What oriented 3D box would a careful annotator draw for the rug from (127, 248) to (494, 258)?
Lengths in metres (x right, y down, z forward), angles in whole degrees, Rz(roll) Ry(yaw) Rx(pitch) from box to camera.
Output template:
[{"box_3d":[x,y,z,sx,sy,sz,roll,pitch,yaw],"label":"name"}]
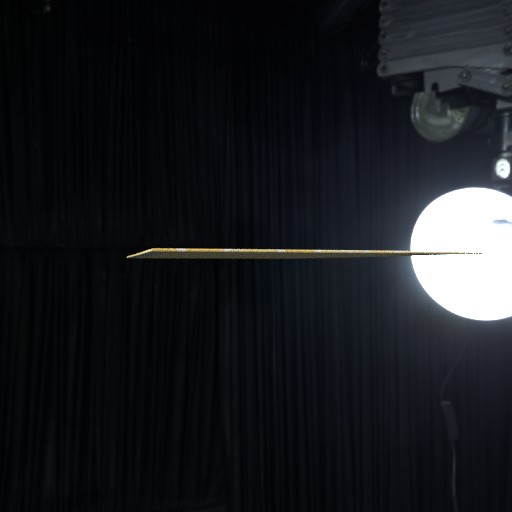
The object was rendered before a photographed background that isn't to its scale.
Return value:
[{"box_3d":[0.000,0.000,2.284,1.213,0.010,1.829,0,-1,-18],"label":"rug"}]
